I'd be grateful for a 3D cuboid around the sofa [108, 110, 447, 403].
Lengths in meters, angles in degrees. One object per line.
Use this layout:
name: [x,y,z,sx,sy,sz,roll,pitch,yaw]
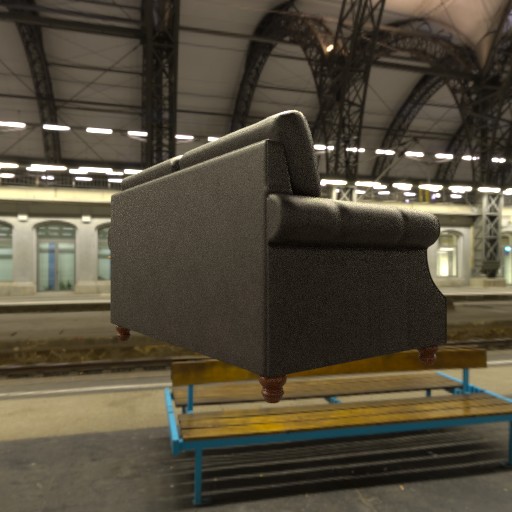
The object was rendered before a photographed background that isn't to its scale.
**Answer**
sofa: [0.000,0.000,2.299,1.030,0.979,1.663,0,-1,-36]
